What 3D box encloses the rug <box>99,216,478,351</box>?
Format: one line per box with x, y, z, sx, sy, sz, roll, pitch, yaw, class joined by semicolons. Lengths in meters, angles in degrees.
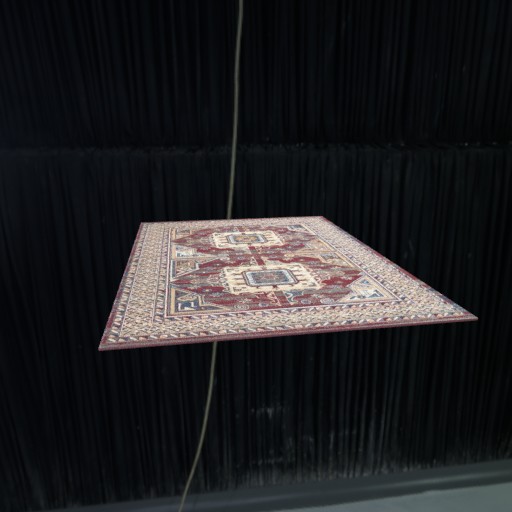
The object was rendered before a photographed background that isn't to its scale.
0.000;0.000;2.860;1.599;0.011;2.210;-3;17;-9;rug
